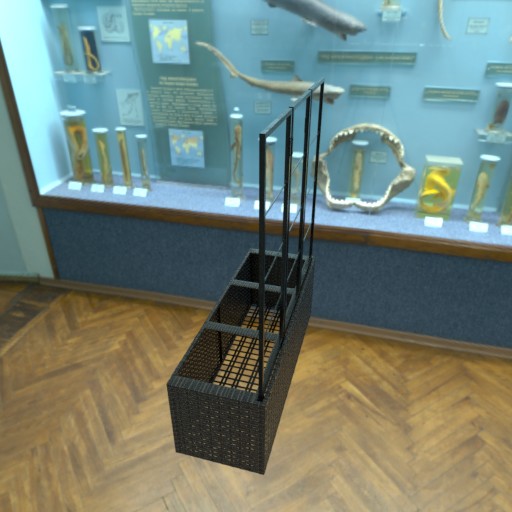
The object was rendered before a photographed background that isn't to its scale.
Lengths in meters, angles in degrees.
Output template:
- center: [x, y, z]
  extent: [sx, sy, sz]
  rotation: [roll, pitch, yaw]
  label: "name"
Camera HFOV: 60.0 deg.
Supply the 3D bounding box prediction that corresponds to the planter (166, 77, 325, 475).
- center: [0.000, 0.000, 1.217]
  extent: [0.244, 0.841, 0.699]
  rotation: [8, 30, 14]
  label: "planter"
